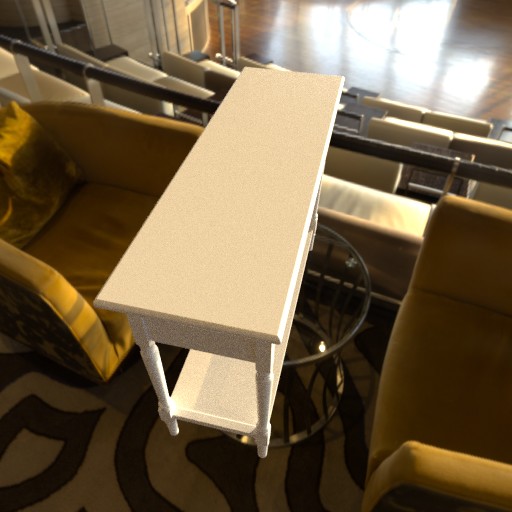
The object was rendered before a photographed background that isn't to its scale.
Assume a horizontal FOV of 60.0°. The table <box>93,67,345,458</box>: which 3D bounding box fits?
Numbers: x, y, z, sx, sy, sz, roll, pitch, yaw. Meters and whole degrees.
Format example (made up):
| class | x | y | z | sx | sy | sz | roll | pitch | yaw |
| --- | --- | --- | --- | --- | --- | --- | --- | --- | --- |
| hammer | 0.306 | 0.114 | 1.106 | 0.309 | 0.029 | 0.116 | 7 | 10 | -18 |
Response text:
| class | x | y | z | sx | sy | sz | roll | pitch | yaw |
| --- | --- | --- | --- | --- | --- | --- | --- | --- | --- |
| table | 0.000 | 0.000 | 1.548 | 0.386 | 0.814 | 1.191 | 10 | 46 | 10 |
